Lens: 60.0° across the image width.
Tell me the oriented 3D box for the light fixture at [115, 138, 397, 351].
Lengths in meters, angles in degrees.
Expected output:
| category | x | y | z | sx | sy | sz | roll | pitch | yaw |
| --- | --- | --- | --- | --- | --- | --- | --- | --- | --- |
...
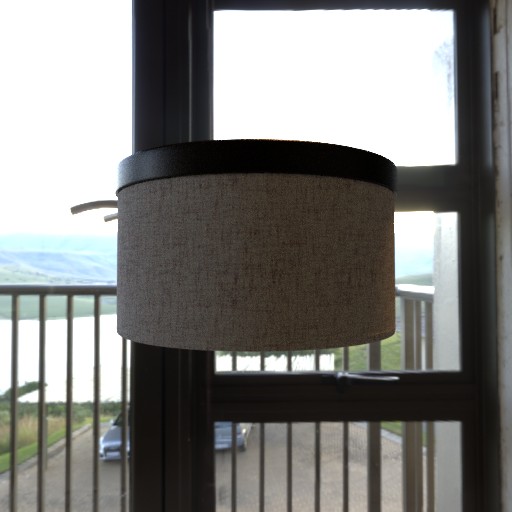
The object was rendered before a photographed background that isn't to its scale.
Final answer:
| category | x | y | z | sx | sy | sz | roll | pitch | yaw |
| --- | --- | --- | --- | --- | --- | --- | --- | --- | --- |
| light fixture | 0.000 | 0.000 | 0.638 | 0.389 | 0.229 | 0.389 | 0 | -2 | 0 |
